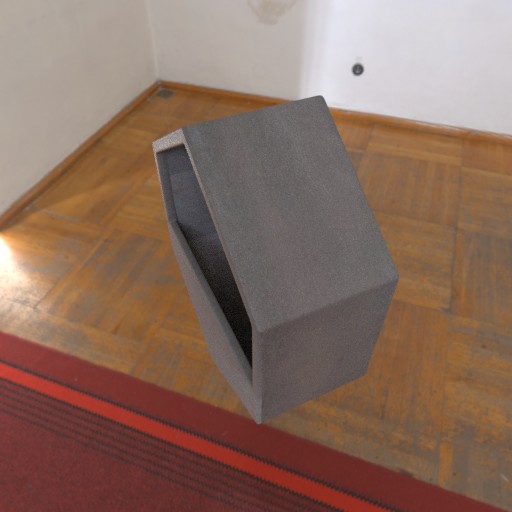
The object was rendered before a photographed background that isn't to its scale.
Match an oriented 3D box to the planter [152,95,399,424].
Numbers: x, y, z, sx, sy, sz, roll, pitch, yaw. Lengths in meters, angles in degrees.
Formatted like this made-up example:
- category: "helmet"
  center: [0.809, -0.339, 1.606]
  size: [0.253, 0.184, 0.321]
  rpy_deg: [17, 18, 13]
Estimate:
- category: "planter"
  center: [0.000, 0.000, 0.293]
  size: [0.077, 0.206, 0.169]
  rpy_deg: [-19, 49, -17]
